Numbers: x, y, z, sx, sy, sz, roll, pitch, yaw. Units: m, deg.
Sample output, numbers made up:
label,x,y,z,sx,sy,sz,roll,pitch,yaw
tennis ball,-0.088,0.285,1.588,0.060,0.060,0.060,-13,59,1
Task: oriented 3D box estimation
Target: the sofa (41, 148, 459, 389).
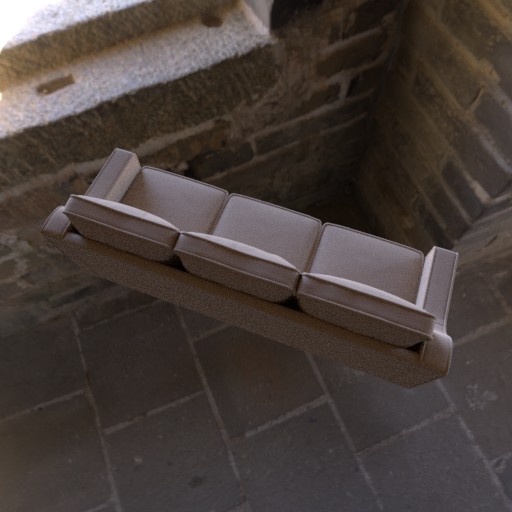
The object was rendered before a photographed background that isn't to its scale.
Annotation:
label,x,y,z,sx,sy,sz,roll,pitch,yaw
sofa,0.000,0.000,2.568,2.131,0.902,0.791,18,65,9
